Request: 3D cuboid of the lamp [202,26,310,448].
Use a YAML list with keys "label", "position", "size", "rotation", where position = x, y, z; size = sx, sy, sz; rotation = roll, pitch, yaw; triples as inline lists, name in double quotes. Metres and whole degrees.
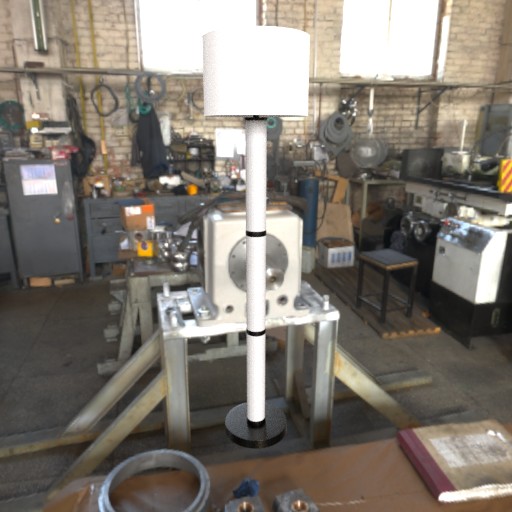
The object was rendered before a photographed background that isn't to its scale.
- label: "lamp"
  position: [0.000, 0.000, 1.768]
  size: [0.377, 1.599, 0.377]
  rotation: [15, 22, 41]
